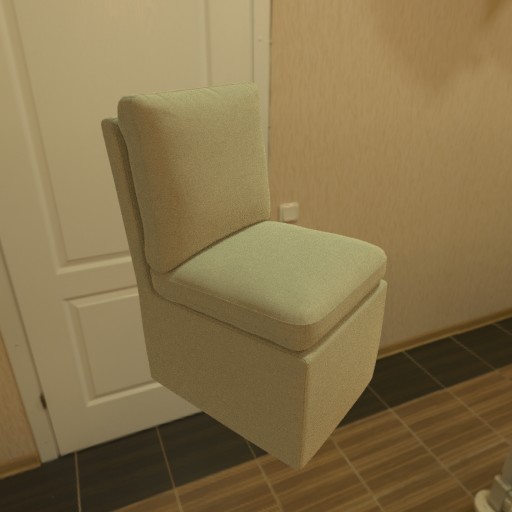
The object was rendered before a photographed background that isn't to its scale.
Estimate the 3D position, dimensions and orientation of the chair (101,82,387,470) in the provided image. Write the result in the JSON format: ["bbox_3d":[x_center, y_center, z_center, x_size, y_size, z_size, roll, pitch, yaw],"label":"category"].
[{"bbox_3d":[0.000,0.000,1.329,0.698,0.927,0.503,19,32,33],"label":"chair"}]
